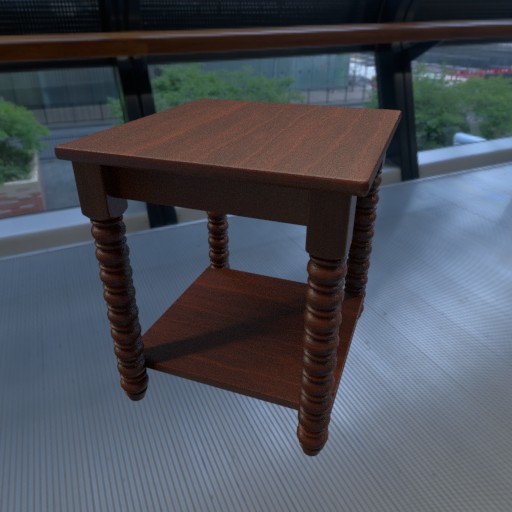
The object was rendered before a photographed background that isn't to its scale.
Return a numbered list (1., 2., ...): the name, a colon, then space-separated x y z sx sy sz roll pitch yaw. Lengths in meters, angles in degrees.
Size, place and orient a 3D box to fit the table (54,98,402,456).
1. table: 0.000 0.000 0.983 0.500 0.567 0.533 10 30 18
